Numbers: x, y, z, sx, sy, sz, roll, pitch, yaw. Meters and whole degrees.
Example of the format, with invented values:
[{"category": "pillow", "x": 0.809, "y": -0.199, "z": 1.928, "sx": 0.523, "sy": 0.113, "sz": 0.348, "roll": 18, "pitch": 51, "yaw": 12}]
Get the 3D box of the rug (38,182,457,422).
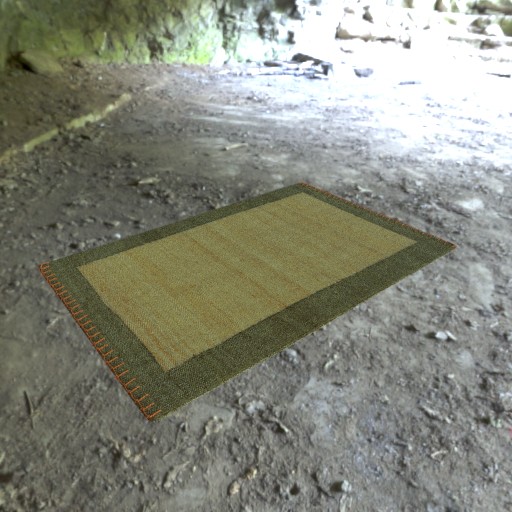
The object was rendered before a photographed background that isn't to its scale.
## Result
[{"category": "rug", "x": 0.000, "y": 0.000, "z": 2.289, "sx": 1.838, "sy": 0.019, "sz": 1.220, "roll": -22, "pitch": 37, "yaw": -33}]
